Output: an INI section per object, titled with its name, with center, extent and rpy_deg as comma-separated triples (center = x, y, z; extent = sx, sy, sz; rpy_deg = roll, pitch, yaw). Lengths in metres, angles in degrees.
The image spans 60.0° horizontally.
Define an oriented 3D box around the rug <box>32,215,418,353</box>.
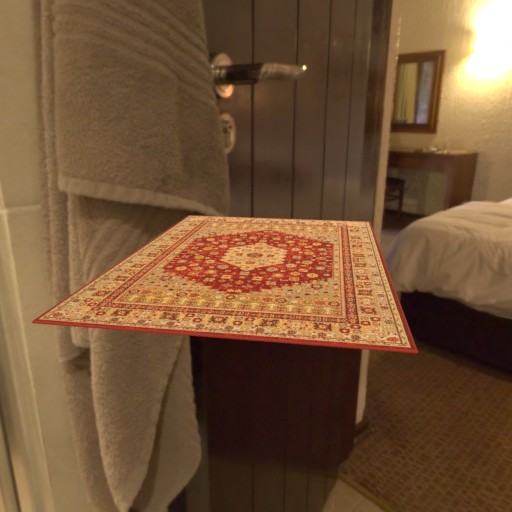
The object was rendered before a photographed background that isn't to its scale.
[rug]
center = 0.000, 0.000, 2.825
extent = 1.593, 0.013, 2.211
rpy_deg = 3, 17, 9
